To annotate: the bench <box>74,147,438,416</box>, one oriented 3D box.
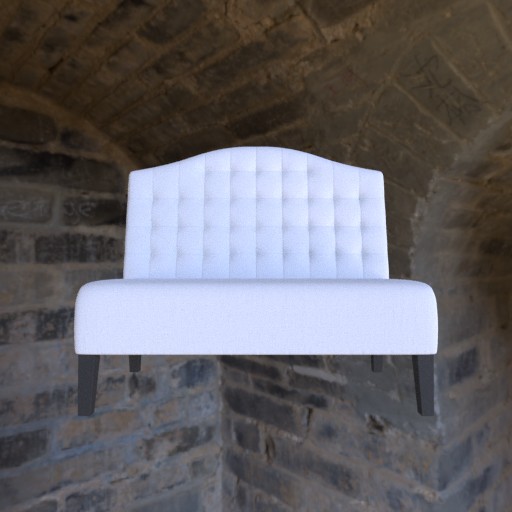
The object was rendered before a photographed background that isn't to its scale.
[{"bbox_3d":[0.000,0.000,2.007,1.335,1.180,0.815,0,-1,0],"label":"bench"}]
